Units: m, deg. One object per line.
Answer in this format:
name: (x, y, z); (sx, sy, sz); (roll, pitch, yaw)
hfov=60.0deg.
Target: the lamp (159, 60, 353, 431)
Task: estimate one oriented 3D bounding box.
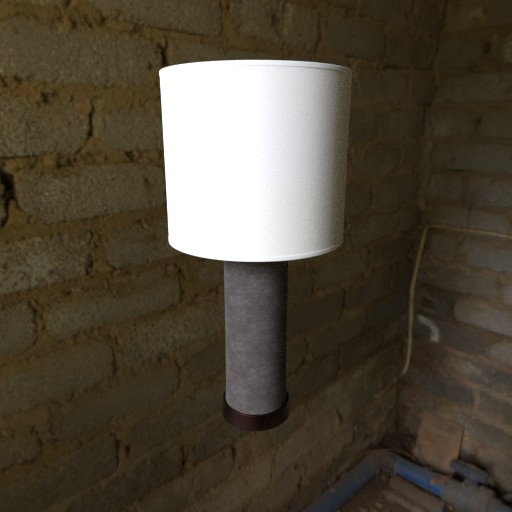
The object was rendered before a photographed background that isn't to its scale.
lamp: (0.000, 0.000, 0.788); (0.301, 0.630, 0.301); (2, 16, 8)
